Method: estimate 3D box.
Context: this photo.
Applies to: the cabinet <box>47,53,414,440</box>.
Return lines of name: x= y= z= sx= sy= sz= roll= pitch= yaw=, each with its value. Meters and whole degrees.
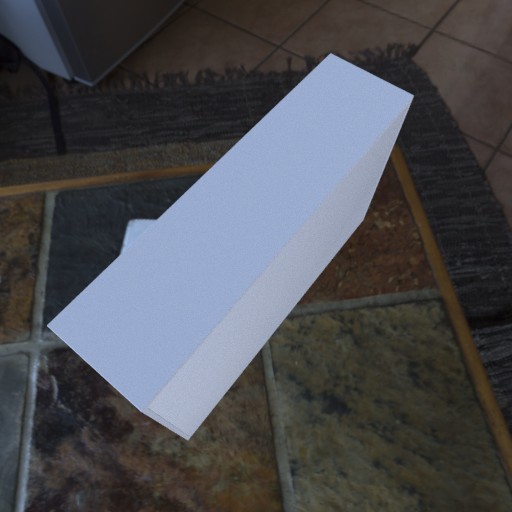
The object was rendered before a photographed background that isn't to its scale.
cabinet: x=0.000 y=0.000 z=1.872 sx=0.380 sy=0.900 sz=1.450 roll=35 pitch=68 yaw=16
